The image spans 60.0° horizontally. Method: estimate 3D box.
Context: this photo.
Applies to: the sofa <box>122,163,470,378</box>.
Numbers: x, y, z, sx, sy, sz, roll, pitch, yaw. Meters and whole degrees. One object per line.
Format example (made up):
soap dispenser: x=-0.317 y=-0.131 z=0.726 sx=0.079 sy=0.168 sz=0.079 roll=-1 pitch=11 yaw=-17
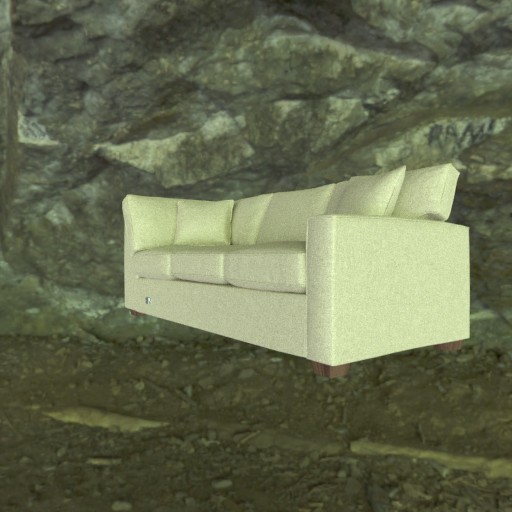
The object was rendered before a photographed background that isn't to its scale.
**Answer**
sofa: x=0.000 y=0.000 z=2.891 sx=1.053 sy=0.948 sz=2.323 roll=0 pitch=0 yaw=-36
